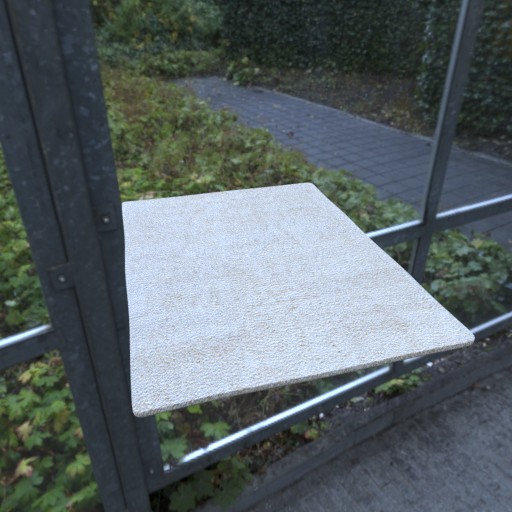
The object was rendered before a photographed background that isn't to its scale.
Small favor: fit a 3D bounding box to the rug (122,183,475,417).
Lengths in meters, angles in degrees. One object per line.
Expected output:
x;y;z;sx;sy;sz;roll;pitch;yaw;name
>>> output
0.000;0.000;2.104;1.200;0.027;1.600;-8;31;-14;rug
